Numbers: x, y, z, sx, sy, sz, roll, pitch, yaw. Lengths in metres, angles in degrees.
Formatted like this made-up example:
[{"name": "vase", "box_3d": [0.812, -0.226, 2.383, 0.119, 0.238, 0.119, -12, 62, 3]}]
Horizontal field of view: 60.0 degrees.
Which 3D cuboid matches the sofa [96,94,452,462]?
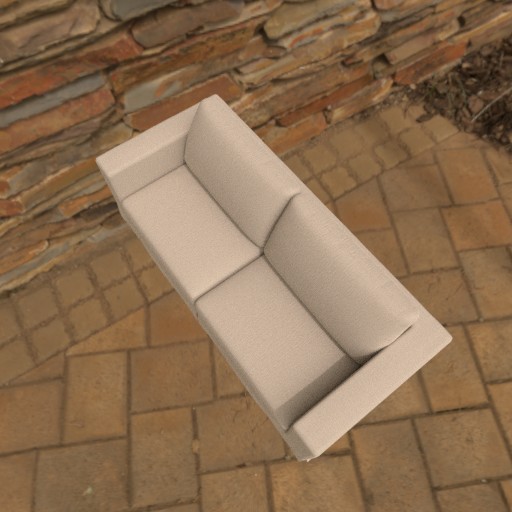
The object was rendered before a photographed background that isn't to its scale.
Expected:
[{"name": "sofa", "box_3d": [0.000, 0.000, 2.701, 0.954, 0.881, 2.163, -34, 68, -15]}]
